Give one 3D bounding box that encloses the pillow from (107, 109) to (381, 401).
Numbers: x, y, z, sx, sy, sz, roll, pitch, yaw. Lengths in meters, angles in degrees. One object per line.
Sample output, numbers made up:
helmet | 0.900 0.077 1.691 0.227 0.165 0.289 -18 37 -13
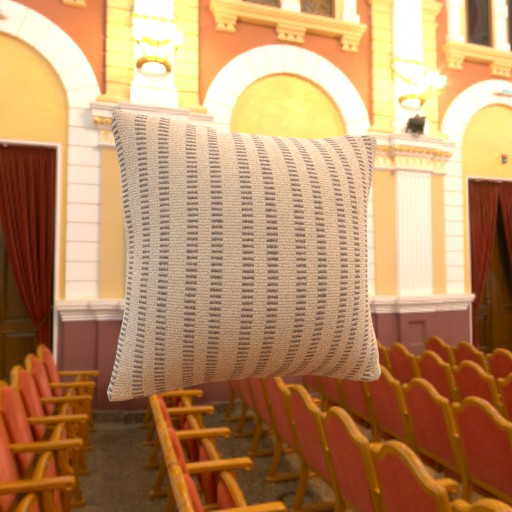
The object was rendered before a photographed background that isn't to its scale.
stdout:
pillow | 0.000 0.000 0.693 0.438 0.419 0.247 1 -2 -17
